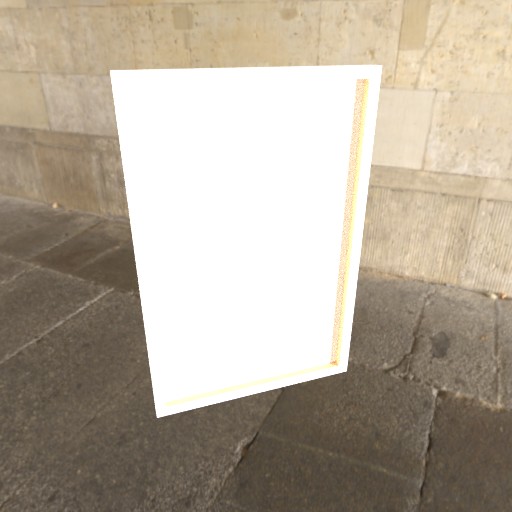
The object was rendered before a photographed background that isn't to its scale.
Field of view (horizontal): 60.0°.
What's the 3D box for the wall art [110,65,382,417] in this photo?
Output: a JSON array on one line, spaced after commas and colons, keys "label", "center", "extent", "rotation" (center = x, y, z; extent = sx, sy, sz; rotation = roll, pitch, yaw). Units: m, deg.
[{"label": "wall art", "center": [0.000, 0.000, 1.164], "extent": [0.607, 0.912, 0.038], "rotation": [-9, 28, -17]}]
